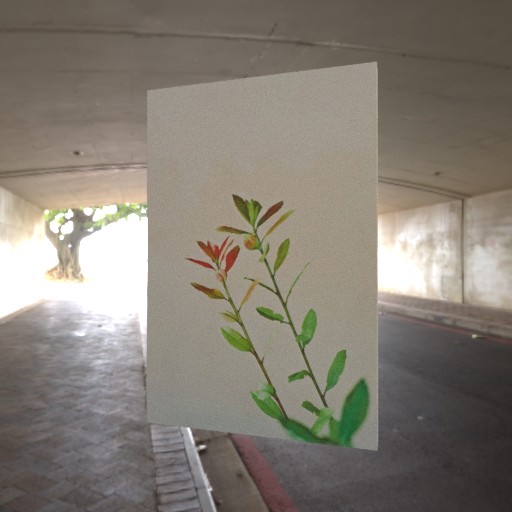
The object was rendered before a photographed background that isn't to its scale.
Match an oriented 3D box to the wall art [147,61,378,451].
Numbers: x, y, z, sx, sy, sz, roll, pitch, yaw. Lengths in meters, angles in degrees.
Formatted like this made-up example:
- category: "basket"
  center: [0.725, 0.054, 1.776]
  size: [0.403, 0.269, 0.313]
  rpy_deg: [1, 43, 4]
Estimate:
- category: "wall art"
  center: [0.000, 0.000, 0.772]
  size: [0.408, 0.611, 0.038]
  rpy_deg: [0, 0, 17]
